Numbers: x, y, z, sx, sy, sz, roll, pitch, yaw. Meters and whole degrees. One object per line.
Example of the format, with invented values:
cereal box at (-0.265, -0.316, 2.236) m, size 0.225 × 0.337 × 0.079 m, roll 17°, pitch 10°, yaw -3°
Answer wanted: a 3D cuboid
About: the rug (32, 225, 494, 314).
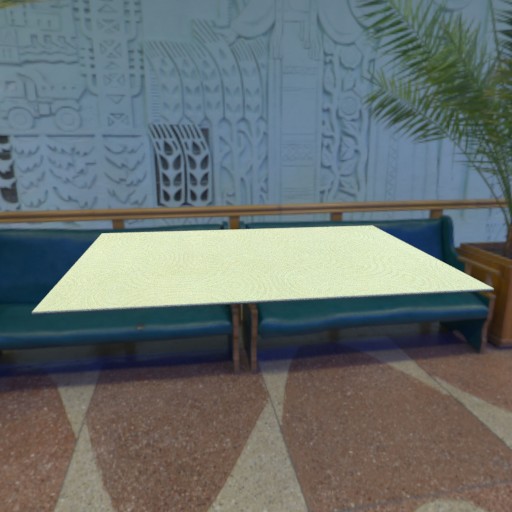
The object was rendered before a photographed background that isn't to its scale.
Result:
rug at (0.000, 0.000, 2.746) m, size 2.132 × 0.015 × 1.526 m, roll -2°, pitch 16°, yaw -8°
